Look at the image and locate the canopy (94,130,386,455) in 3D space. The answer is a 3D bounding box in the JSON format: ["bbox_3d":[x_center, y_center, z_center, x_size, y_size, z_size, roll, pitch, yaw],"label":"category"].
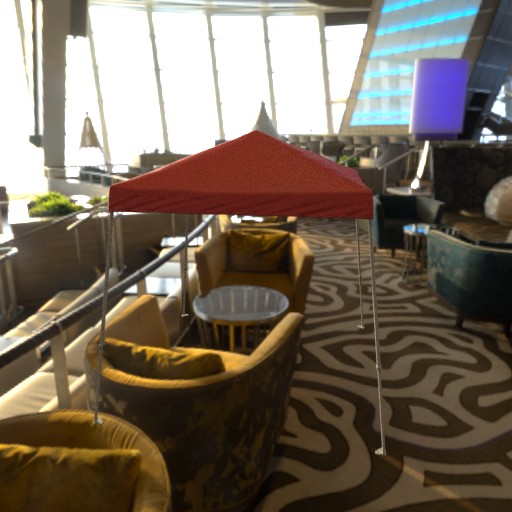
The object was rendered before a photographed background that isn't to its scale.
[{"bbox_3d":[0.000,0.000,6.589,3.600,3.600,3.599,2,15,9],"label":"canopy"}]
